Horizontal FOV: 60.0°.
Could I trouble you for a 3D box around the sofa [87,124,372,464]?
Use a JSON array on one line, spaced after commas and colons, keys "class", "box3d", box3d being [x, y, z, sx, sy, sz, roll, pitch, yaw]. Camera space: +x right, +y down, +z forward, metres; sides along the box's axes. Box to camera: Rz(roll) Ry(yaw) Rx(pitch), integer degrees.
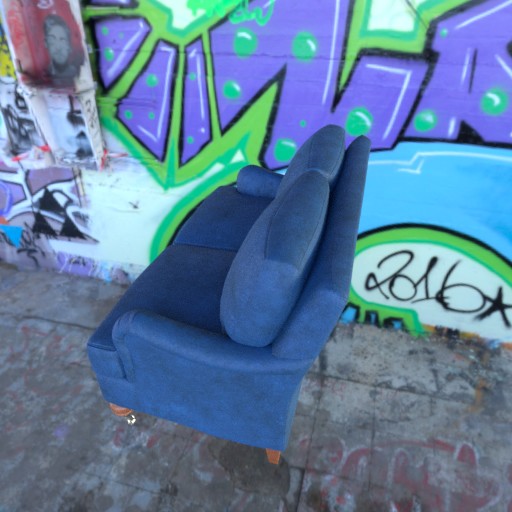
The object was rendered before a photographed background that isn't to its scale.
[{"class": "sofa", "box3d": [0.000, 0.000, 2.498, 1.084, 1.101, 1.853, 8, 33, 13]}]
